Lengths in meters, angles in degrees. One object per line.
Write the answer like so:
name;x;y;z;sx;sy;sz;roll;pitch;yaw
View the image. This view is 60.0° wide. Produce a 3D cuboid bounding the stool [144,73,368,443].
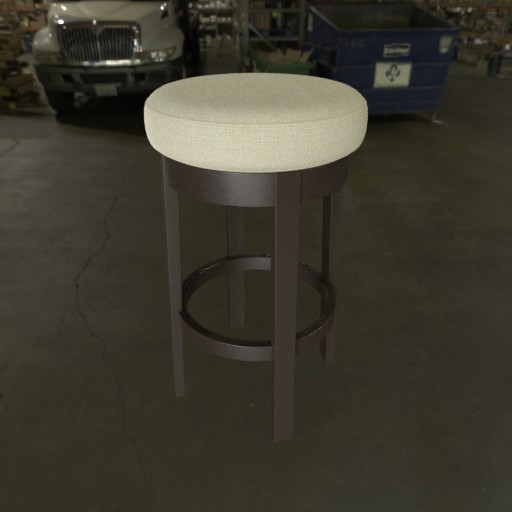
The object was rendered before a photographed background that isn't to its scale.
stool;0.000;0.000;1.031;0.446;0.758;0.446;0;30;0
